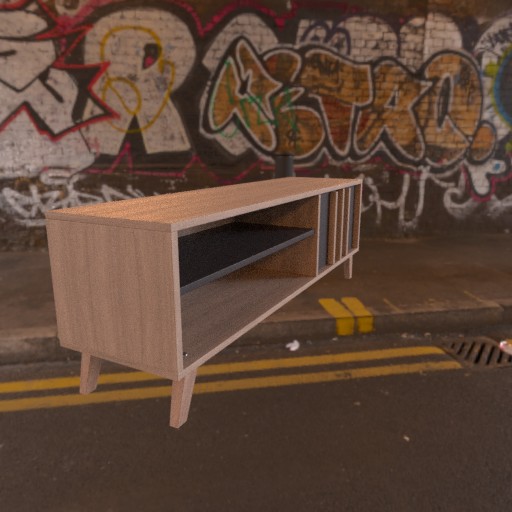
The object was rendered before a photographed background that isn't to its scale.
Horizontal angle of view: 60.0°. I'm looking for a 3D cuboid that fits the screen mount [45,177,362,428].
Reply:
[{"bbox_3d":[0.000,0.000,1.718,0.401,0.509,1.500,7,16,27],"label":"screen mount"}]
